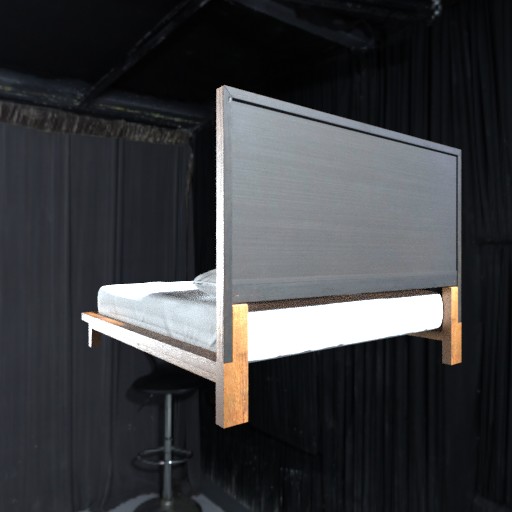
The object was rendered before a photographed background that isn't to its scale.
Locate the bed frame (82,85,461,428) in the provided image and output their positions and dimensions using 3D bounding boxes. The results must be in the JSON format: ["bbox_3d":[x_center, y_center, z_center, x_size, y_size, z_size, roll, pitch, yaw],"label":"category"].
[{"bbox_3d":[0.000,0.000,3.488,2.038,1.537,2.235,0,0,-37],"label":"bed frame"}]
